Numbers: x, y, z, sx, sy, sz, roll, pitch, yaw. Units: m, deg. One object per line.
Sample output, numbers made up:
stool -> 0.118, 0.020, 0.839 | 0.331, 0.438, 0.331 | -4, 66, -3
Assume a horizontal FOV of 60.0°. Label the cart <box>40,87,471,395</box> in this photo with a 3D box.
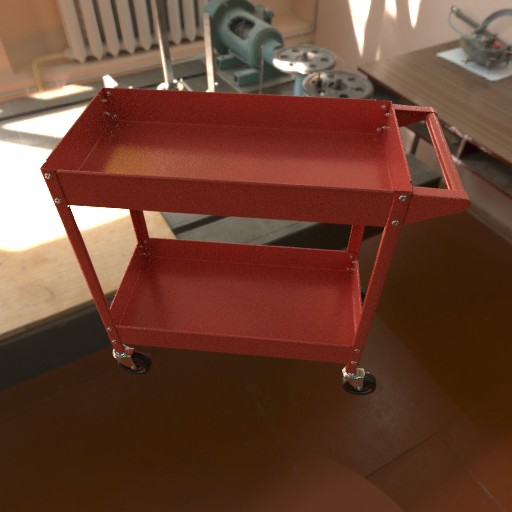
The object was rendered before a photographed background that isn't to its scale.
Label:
cart -> 0.000, 0.000, 1.152 | 0.779, 0.719, 0.366 | 4, 46, 4
